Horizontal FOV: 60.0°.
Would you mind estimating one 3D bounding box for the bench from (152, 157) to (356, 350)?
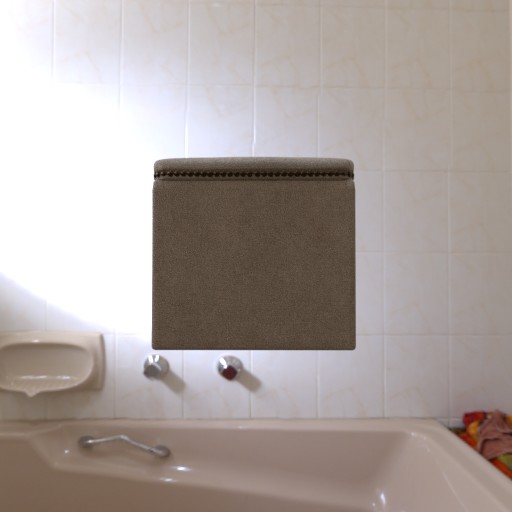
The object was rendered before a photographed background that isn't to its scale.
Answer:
[{"bbox_3d":[0.000,0.000,1.719,0.470,0.447,1.482,0,-1,0],"label":"bench"}]
